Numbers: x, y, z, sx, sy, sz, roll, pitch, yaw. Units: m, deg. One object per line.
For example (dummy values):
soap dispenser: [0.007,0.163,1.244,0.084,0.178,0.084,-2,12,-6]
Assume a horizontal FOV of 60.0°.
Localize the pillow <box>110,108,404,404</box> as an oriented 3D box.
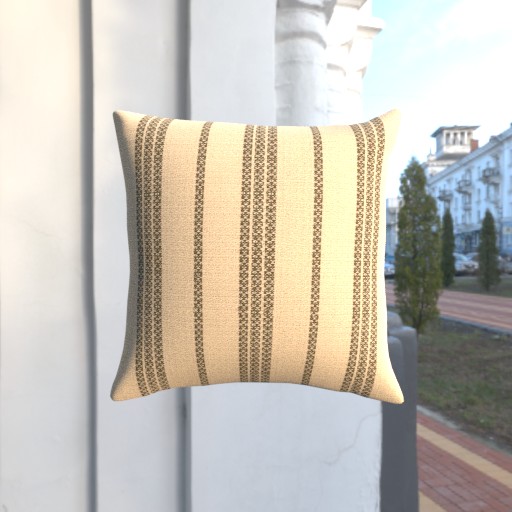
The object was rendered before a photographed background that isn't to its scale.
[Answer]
pillow: [0.000,0.000,0.615,0.405,0.406,0.173,0,0,1]
